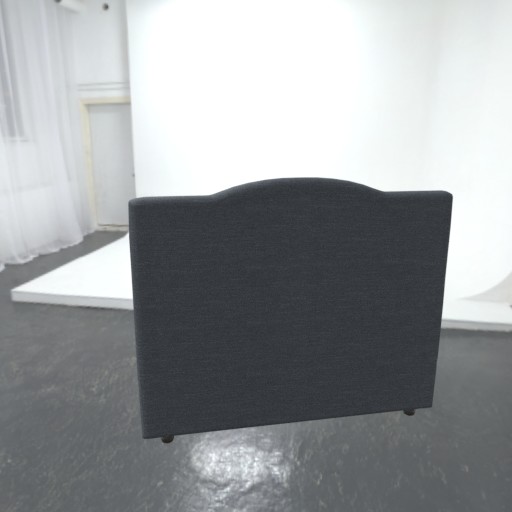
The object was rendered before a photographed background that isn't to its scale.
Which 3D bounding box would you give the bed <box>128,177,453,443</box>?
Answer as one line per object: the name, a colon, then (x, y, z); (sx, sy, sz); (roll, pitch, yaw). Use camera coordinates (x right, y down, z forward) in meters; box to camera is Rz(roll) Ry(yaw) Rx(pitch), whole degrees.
bed: (0.000, 0.000, 3.548); (1.747, 1.441, 2.507); (-3, 15, -10)
